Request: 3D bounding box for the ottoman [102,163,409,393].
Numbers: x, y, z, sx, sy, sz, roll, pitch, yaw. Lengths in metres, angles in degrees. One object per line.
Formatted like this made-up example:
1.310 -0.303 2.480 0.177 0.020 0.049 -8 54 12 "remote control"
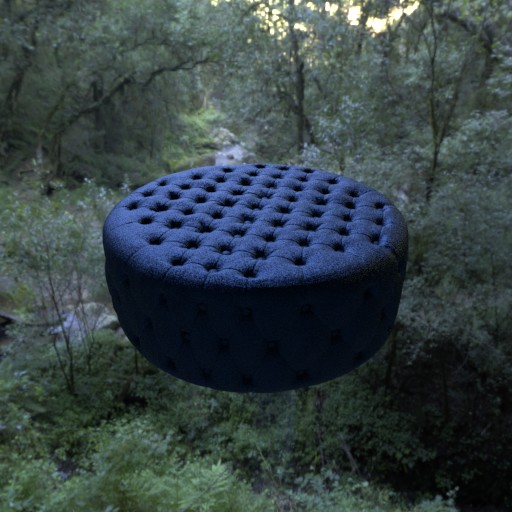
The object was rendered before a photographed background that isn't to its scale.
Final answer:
0.000 0.000 1.546 0.998 0.398 0.998 0 30 0 "ottoman"
